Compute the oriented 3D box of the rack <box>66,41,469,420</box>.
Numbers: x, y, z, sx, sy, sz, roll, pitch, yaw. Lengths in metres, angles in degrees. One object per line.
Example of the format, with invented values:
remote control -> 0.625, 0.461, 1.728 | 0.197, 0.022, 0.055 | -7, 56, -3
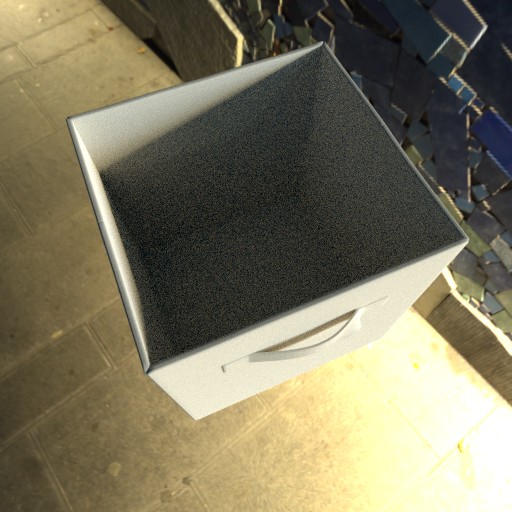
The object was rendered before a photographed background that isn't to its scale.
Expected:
rack -> 0.000, 0.000, 0.496 | 0.270, 0.280, 0.270 | -21, 65, -10
